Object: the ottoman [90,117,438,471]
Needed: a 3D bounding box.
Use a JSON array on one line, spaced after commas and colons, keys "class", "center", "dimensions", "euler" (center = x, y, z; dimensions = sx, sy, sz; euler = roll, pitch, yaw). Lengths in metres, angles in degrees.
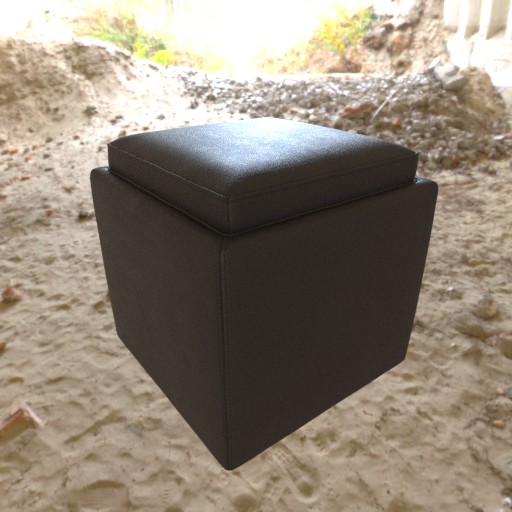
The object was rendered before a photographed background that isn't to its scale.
[{"class": "ottoman", "center": [0.000, 0.000, 0.836], "dimensions": [0.450, 0.460, 0.451], "euler": [-19, 32, -33]}]
